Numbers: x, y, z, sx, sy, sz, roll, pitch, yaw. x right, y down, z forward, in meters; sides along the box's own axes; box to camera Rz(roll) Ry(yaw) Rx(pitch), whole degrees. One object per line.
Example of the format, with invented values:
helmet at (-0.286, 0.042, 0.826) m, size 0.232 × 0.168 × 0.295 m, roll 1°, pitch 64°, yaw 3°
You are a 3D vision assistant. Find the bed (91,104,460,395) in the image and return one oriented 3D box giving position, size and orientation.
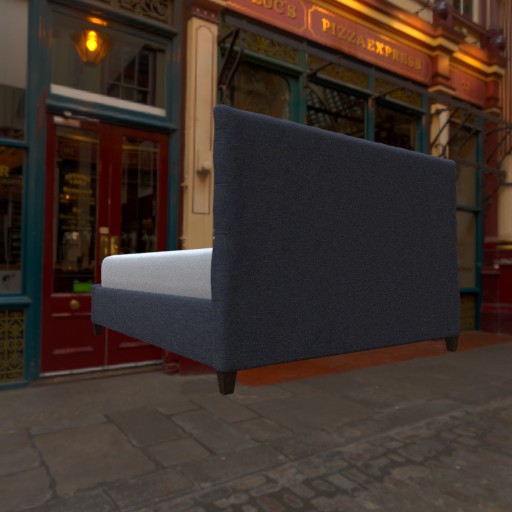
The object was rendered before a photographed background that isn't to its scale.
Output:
bed at (0.000, 0.000, 3.686) m, size 2.078 × 1.427 × 2.387 m, roll 1°, pitch -2°, yaw -35°
